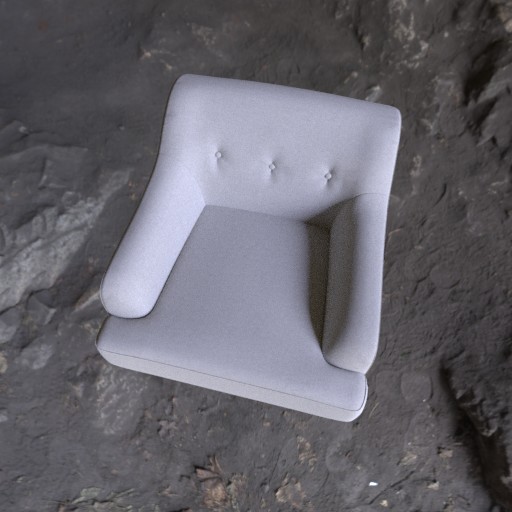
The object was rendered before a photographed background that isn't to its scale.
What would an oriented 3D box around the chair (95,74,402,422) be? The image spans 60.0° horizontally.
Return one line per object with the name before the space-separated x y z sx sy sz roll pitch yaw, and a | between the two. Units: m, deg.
chair | 0.000 0.000 1.659 0.946 0.818 0.951 12 59 7
